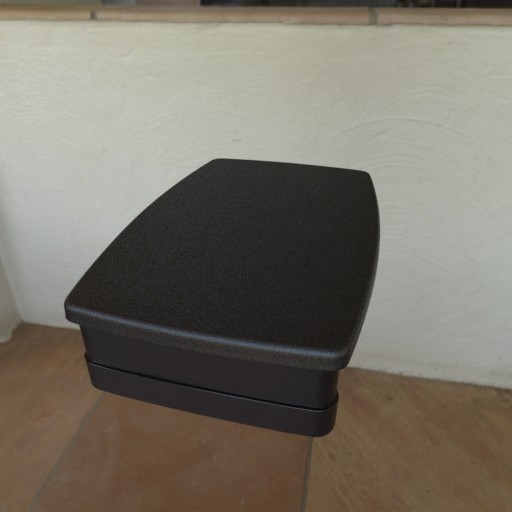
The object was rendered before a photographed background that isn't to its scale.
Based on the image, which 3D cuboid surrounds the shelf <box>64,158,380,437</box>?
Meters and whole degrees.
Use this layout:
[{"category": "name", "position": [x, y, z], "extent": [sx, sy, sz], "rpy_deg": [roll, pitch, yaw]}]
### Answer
[{"category": "shelf", "position": [0.000, 0.000, 0.533], "extent": [0.280, 0.100, 0.410], "rpy_deg": [8, 32, 13]}]
